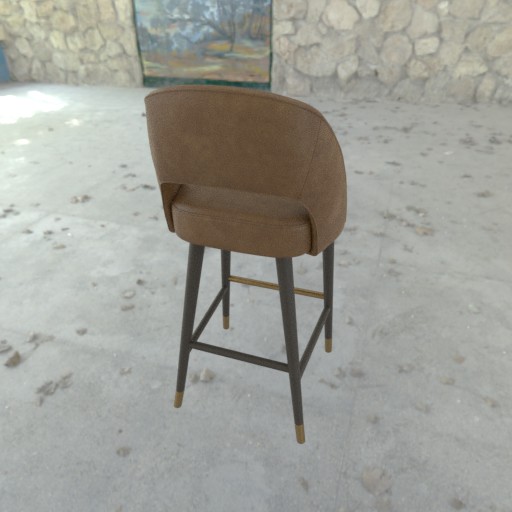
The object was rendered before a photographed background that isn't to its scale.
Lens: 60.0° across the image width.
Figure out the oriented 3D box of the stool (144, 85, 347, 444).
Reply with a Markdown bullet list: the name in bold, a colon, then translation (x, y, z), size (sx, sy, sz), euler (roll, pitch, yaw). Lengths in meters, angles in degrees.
- **stool**: translation (0.000, 0.000, 1.326), size (0.494, 1.037, 0.509), euler (10, 32, 16)
